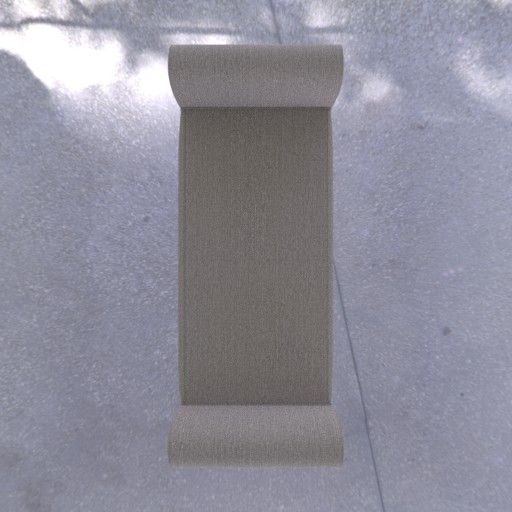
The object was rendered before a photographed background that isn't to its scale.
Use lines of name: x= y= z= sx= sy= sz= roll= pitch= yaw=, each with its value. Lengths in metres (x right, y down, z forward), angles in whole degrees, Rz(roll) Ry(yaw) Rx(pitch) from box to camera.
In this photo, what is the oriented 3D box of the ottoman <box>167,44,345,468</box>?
ottoman: x=0.000 y=0.000 z=1.533 sx=0.521 sy=0.547 sz=1.256 roll=0 pitch=90 yaw=0
